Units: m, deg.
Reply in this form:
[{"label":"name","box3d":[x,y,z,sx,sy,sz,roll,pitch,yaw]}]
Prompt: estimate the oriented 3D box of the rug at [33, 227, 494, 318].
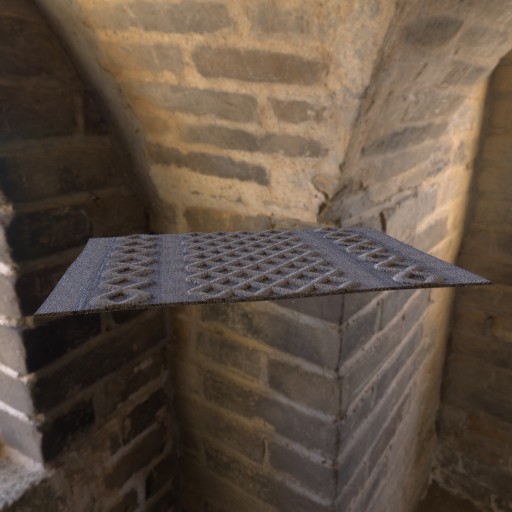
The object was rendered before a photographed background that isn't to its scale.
[{"label":"rug","box3d":[0.000,0.000,2.288,1.823,0.030,1.222,-3,16,-11]}]
